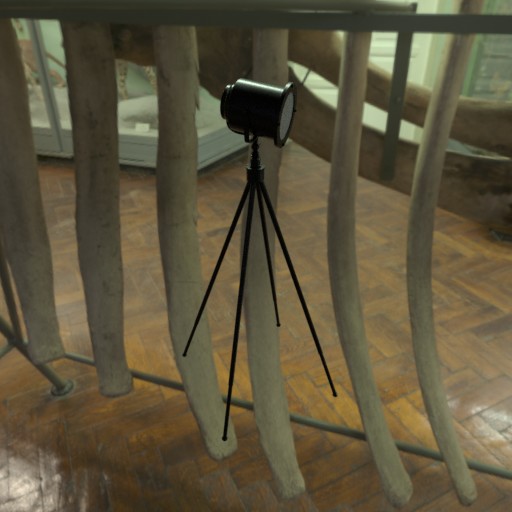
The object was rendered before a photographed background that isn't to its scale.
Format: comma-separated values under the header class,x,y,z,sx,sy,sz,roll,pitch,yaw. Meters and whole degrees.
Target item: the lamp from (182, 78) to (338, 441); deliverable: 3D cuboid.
class,x,y,z,sx,sy,sz,roll,pitch,yaw
lamp,0.000,0.000,2.006,0.884,1.504,0.879,10,33,17
